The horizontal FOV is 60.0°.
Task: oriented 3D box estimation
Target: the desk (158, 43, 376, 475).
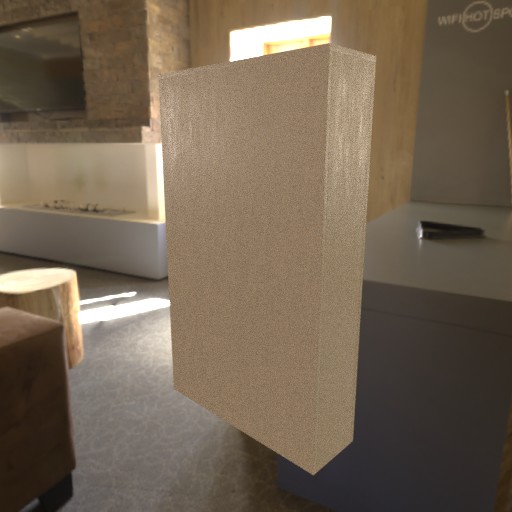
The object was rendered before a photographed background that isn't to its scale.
[{"bbox_3d":[0.000,0.000,1.608,0.750,1.280,0.250,13,19,42],"label":"desk"}]
